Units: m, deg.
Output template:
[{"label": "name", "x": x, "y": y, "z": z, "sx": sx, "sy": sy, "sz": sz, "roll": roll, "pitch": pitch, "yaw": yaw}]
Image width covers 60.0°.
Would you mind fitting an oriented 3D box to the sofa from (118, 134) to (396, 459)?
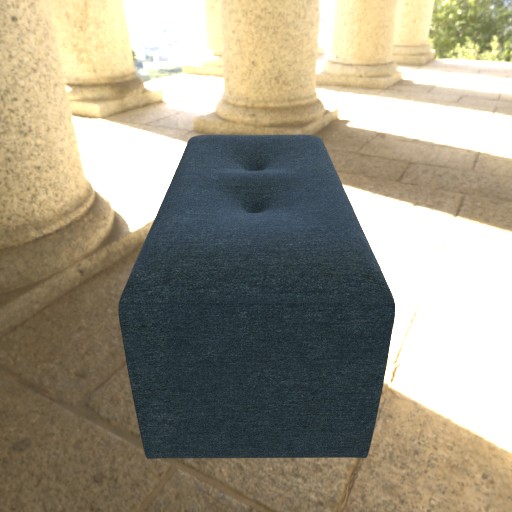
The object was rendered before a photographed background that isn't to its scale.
[{"label": "sofa", "x": 0.000, "y": 0.000, "z": 1.201, "sx": 0.480, "sy": 0.470, "sz": 0.930, "roll": 0, "pitch": 31, "yaw": 0}]
